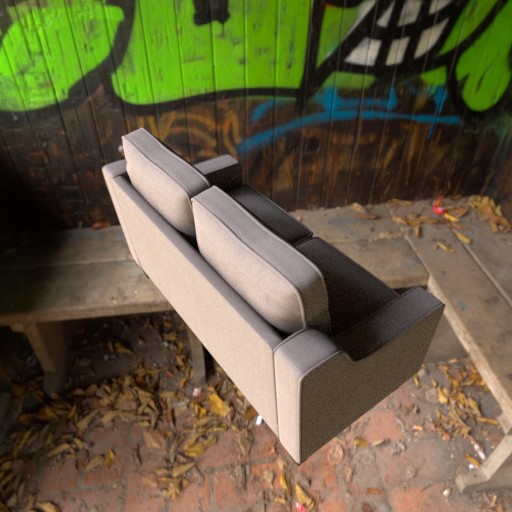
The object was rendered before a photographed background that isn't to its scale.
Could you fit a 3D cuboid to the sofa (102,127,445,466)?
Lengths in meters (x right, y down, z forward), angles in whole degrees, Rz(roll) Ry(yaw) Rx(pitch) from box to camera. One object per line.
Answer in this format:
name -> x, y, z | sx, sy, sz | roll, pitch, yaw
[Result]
sofa -> 0.000, 0.000, 2.052 | 0.791, 0.948, 1.500 | -25, 47, -27
